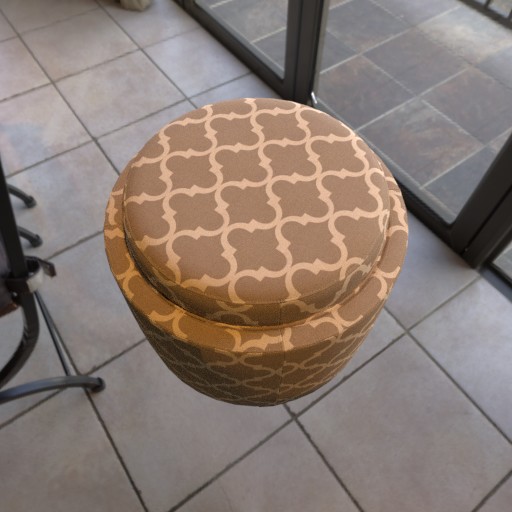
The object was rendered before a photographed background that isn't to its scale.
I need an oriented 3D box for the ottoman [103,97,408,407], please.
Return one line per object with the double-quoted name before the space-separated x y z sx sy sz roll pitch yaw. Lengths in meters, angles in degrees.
"ottoman" 0.000 0.000 0.816 0.480 0.429 0.480 0 59 0
